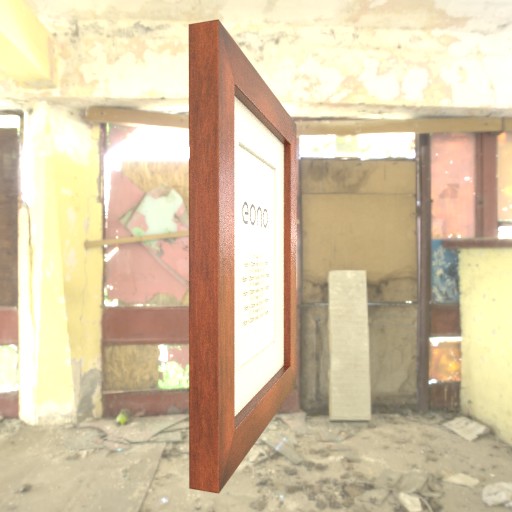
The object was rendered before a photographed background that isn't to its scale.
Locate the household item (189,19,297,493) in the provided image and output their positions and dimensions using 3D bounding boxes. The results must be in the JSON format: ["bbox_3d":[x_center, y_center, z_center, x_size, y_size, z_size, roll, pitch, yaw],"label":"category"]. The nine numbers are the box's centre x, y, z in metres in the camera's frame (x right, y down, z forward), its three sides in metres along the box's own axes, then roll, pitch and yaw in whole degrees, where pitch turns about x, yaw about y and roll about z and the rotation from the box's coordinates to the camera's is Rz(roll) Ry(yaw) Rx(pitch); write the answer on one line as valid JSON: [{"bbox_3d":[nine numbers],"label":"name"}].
[{"bbox_3d":[0.000,0.000,0.332,0.020,0.250,0.200,0,1,17],"label":"household item"}]
